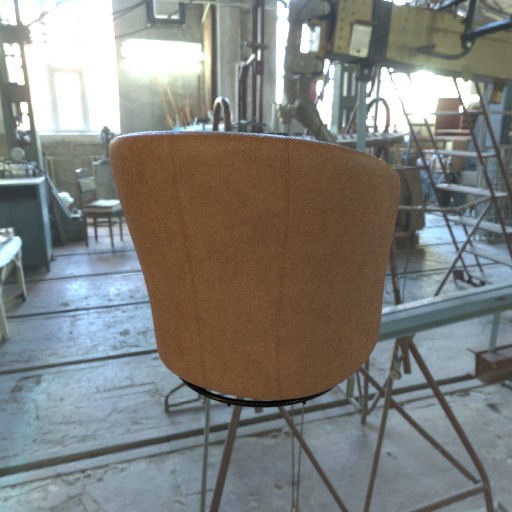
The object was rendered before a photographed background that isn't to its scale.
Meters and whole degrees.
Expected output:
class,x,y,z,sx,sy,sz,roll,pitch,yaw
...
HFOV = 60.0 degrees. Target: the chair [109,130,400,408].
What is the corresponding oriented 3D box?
class,x,y,z,sx,sy,sz,roll,pitch,yaw
chair,0.000,0.000,1.414,0.791,0.771,0.815,8,18,26
